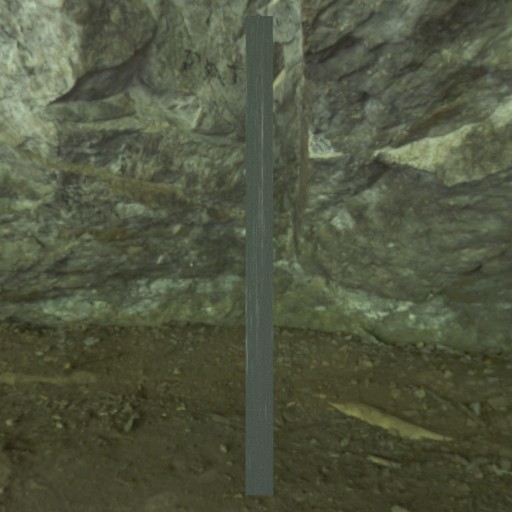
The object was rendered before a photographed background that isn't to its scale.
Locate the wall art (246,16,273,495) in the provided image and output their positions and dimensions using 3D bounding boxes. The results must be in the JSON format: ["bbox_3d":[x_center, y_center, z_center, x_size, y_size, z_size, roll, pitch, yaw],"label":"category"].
[{"bbox_3d":[0.000,0.000,1.083,0.043,0.758,0.762,0,0,-1],"label":"wall art"}]
